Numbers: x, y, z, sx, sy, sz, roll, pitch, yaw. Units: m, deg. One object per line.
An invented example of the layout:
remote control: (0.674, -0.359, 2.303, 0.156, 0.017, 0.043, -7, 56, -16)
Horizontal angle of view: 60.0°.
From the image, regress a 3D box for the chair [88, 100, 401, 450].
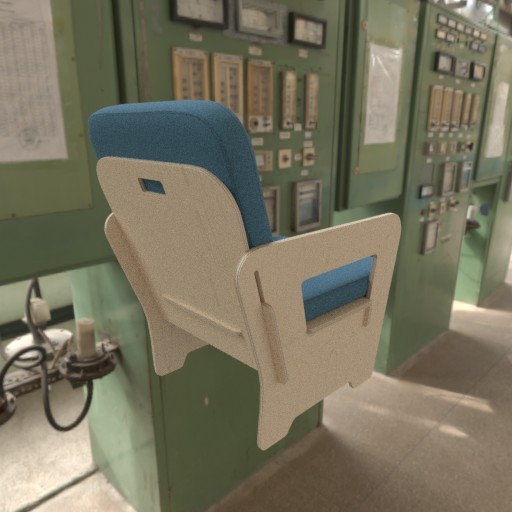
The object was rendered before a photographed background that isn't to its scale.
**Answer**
chair: (0.000, 0.000, 1.164, 0.657, 0.747, 0.547, -15, 22, -42)
